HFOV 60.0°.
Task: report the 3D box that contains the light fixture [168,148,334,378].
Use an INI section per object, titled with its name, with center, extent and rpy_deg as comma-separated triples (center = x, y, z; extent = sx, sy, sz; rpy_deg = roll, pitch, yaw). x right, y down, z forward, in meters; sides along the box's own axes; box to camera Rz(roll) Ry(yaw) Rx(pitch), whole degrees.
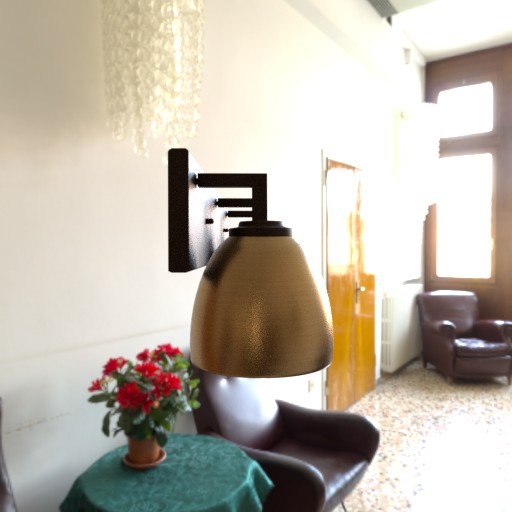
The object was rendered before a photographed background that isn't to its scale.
[light fixture]
center = 0.000, 0.000, 0.670
extent = 0.157, 0.204, 0.582
rpy_deg = 0, 1, 0
